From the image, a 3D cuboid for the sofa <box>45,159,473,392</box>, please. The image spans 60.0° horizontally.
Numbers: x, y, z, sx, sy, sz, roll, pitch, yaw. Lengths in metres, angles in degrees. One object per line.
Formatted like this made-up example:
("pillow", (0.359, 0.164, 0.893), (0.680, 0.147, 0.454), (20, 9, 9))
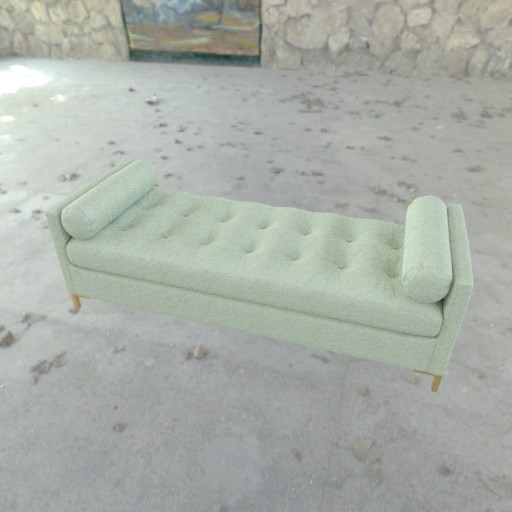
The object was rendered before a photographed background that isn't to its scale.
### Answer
("sofa", (0.000, 0.000, 2.497), (2.102, 0.705, 0.796), (10, 34, 15))
